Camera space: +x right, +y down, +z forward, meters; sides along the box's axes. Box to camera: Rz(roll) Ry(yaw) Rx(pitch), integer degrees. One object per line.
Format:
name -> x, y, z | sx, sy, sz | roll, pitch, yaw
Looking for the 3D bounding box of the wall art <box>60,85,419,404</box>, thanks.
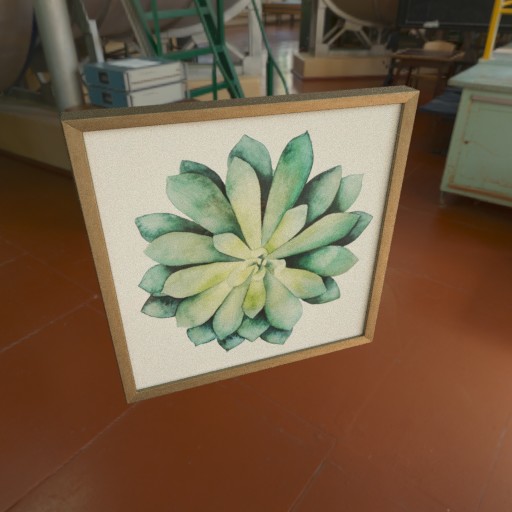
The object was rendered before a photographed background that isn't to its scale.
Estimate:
wall art -> 0.000, 0.000, 0.744 | 0.503, 0.506, 0.040 | -10, 34, -16
